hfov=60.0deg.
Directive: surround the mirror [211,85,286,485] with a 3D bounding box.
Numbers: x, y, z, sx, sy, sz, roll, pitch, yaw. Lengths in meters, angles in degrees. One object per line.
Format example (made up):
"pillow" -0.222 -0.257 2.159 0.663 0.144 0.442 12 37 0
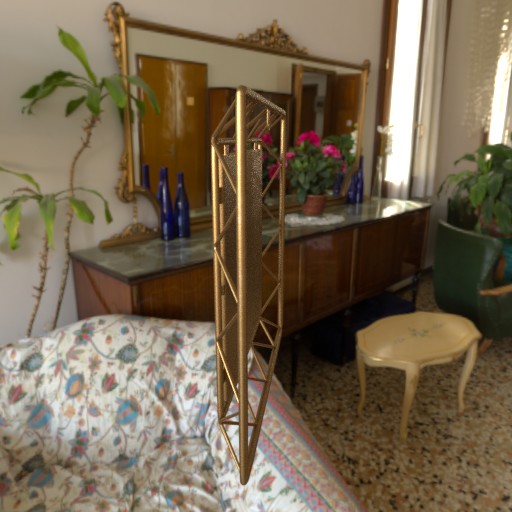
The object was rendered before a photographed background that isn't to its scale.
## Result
"mirror" 0.000 0.000 0.629 0.046 0.414 0.416 2 15 8
